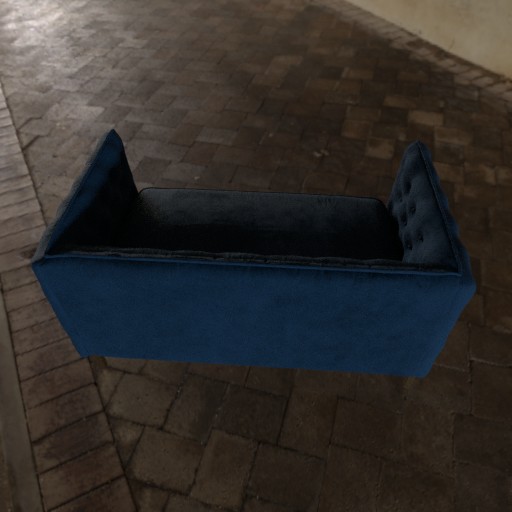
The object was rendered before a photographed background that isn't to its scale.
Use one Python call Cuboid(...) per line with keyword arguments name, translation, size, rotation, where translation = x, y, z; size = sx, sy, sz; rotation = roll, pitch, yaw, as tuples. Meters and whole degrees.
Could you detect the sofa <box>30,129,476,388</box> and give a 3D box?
Cuboid(name="sofa", translation=(0.000, 0.000, 2.083), size=(1.583, 0.810, 0.909), rotation=(3, 47, 3))
